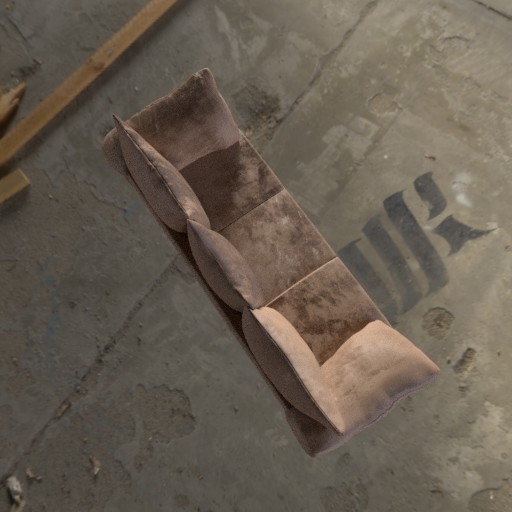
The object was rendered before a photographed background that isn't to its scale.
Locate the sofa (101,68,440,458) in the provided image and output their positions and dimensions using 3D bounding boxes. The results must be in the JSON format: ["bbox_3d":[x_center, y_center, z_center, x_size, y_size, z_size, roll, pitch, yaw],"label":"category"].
[{"bbox_3d":[0.000,0.000,2.869,0.893,0.981,2.377,-34,78,-8],"label":"sofa"}]
